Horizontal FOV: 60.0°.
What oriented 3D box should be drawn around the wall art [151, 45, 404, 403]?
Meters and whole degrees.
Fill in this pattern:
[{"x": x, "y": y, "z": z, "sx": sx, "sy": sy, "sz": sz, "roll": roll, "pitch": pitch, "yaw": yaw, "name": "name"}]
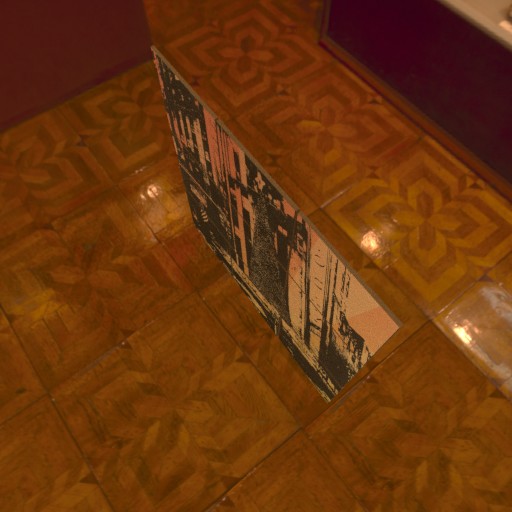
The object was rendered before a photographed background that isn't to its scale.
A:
[{"x": 0.000, "y": 0.000, "z": 1.831, "sx": 0.013, "sy": 1.216, "sz": 1.216, "roll": -33, "pitch": 68, "yaw": -15, "name": "wall art"}]
